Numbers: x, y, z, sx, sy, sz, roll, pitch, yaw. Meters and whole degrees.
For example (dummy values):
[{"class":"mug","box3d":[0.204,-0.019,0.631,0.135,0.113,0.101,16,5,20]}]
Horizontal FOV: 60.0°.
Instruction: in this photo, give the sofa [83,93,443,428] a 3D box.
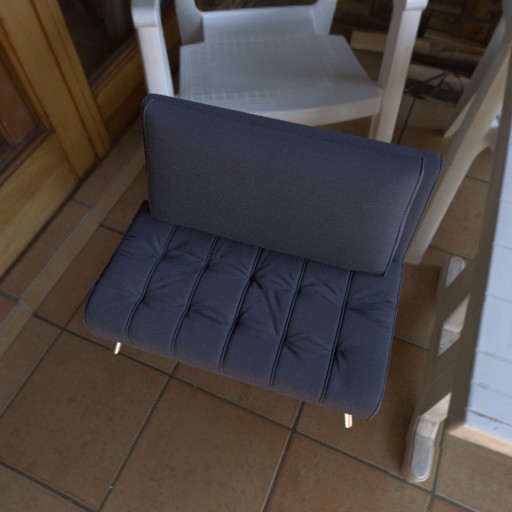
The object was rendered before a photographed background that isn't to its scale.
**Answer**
[{"class":"sofa","box3d":[0.000,0.000,1.827,1.220,0.910,0.910,15,59,9]}]
